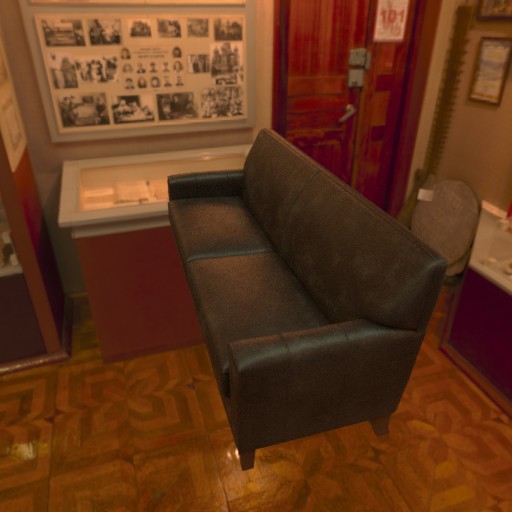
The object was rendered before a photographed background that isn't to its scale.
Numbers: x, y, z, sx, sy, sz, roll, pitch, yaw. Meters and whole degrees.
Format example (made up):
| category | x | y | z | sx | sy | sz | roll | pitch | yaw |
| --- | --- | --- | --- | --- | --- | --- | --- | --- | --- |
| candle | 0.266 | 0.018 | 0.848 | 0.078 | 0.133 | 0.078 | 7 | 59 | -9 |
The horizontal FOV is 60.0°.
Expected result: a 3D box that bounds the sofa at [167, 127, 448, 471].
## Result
| category | x | y | z | sx | sy | sz | roll | pitch | yaw |
| --- | --- | --- | --- | --- | --- | --- | --- | --- | --- |
| sofa | 0.000 | 0.000 | 2.511 | 0.805 | 0.947 | 2.053 | -8 | 30 | -14 |
